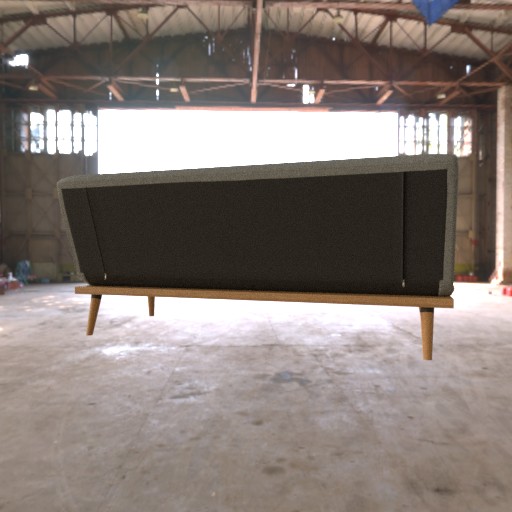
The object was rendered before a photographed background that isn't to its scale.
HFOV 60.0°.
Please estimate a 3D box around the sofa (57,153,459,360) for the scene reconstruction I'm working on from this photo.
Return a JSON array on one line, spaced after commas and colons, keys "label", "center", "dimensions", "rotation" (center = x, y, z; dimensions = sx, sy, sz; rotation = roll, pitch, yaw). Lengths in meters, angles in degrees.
[{"label": "sofa", "center": [0.000, 0.000, 2.250], "dimensions": [1.820, 0.800, 0.800], "rotation": [0, 1, 18]}]
